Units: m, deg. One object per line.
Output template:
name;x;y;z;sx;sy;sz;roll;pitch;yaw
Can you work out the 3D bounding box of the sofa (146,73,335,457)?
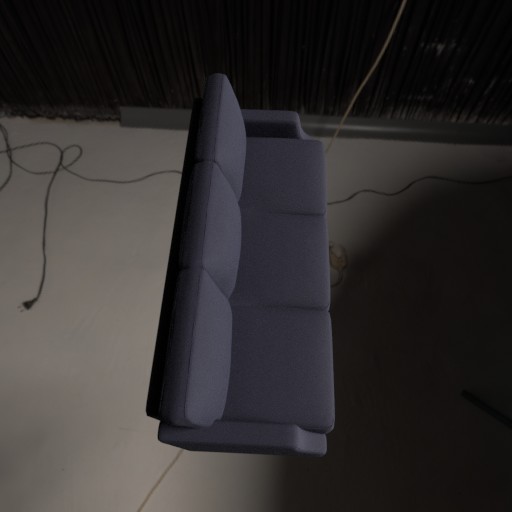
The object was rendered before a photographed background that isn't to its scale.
sofa;0.000;0.000;2.636;0.888;0.984;2.115;2;62;1
